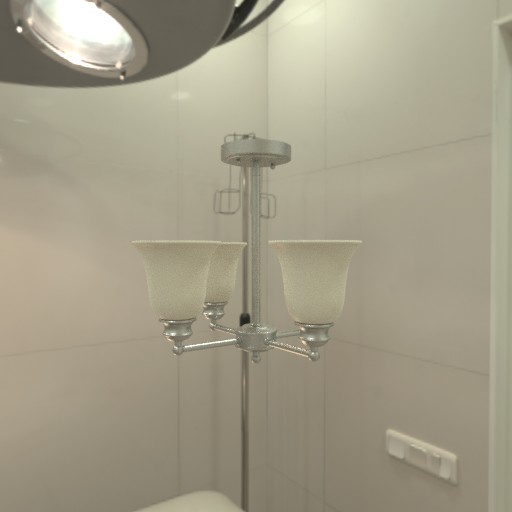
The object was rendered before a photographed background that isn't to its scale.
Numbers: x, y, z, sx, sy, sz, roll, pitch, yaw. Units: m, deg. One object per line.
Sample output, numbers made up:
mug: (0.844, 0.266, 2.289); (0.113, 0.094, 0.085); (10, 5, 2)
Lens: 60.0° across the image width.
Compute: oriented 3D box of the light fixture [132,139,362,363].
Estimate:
light fixture: (0.000, 0.000, 0.761); (0.427, 0.370, 0.427); (-1, 1, -35)
